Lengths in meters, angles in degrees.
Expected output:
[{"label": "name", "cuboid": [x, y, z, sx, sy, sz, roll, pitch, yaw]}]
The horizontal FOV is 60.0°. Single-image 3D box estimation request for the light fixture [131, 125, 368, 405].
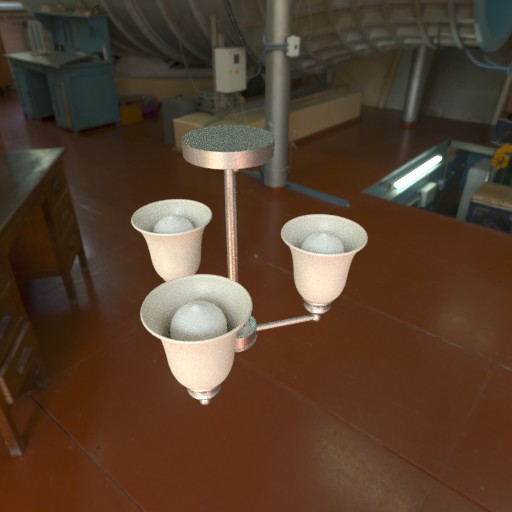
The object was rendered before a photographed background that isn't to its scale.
[{"label": "light fixture", "cuboid": [0.000, 0.000, 0.677, 0.354, 0.370, 0.388, -8, 32, -14]}]
